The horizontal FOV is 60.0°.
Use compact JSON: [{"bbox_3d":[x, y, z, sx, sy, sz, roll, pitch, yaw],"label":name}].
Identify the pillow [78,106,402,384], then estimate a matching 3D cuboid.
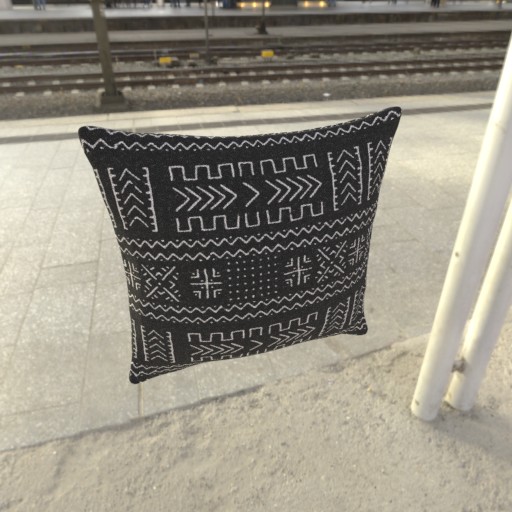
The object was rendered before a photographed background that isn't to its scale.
[{"bbox_3d":[0.000,0.000,0.681,0.438,0.430,0.164,-9,33,-14],"label":"pillow"}]
